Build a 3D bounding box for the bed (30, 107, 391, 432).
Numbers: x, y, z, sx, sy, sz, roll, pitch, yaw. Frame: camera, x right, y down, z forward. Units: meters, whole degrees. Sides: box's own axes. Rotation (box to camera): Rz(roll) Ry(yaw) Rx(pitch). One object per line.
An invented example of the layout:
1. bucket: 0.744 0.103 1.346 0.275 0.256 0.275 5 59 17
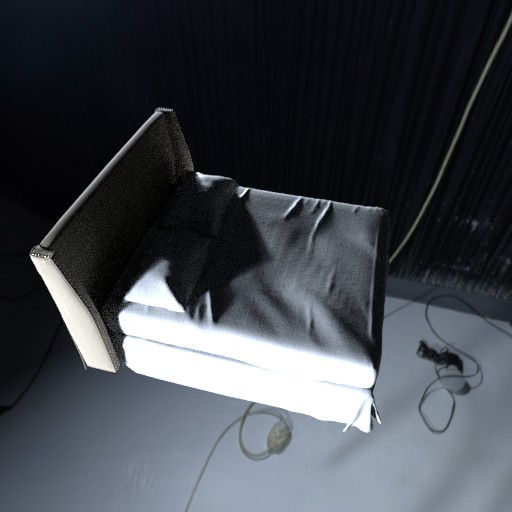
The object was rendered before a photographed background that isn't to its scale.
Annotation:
1. bed: 0.000 0.000 3.486 2.276 1.332 1.925 10 46 10
